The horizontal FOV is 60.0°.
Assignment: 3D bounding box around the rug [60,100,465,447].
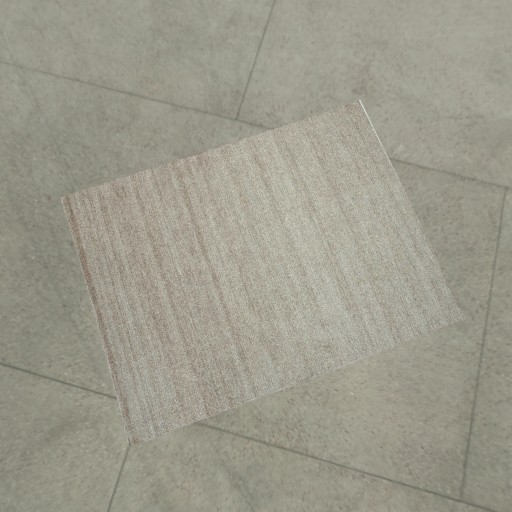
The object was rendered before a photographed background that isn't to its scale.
[{"bbox_3d":[0.000,0.000,4.184,3.202,0.045,2.434,-19,76,-5],"label":"rug"}]
